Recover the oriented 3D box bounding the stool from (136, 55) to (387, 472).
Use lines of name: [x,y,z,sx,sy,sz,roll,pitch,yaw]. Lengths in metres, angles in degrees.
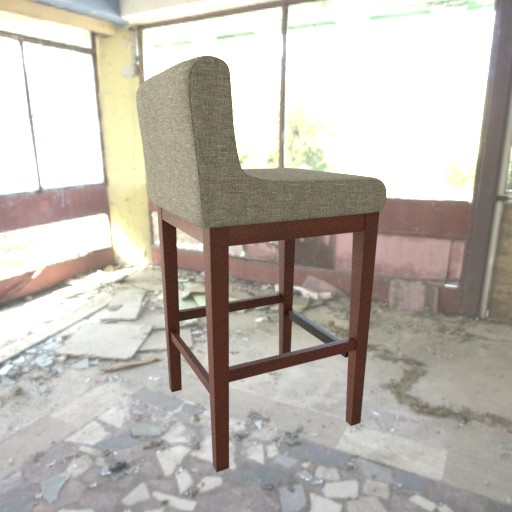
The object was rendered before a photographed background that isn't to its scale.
stool: [0.000,0.000,1.090,0.459,0.835,0.417,-7,16,-25]
